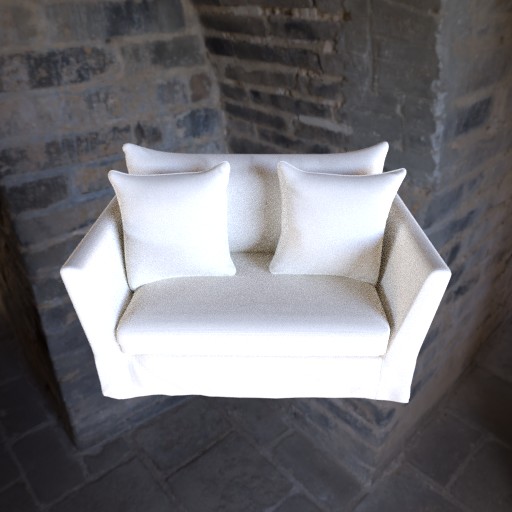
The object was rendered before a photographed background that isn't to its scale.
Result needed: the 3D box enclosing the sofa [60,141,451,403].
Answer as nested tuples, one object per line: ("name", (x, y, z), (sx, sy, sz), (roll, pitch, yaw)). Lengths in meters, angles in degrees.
("sofa", (0.000, 0.000, 2.329), (1.608, 1.039, 1.026), (0, 30, 1))
